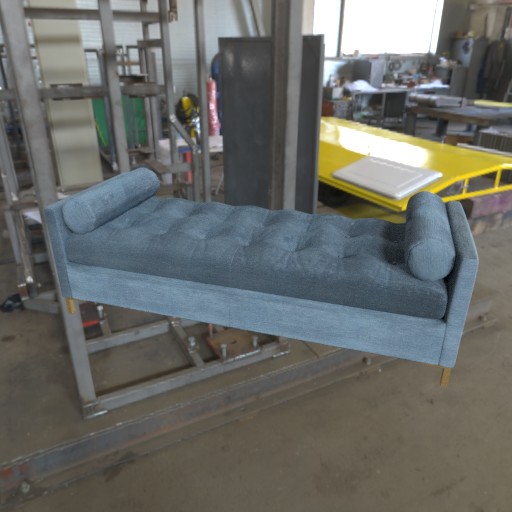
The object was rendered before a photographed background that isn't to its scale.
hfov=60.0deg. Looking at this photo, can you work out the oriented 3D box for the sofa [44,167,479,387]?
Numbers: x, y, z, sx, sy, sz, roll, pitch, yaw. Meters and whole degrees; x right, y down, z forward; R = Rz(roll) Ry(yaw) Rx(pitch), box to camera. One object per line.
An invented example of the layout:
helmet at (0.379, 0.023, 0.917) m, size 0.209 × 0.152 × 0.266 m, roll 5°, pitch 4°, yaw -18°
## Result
sofa at (0.000, 0.000, 2.466) m, size 2.102 × 0.705 × 0.796 m, roll 8°, pitch 26°, yaw 16°
